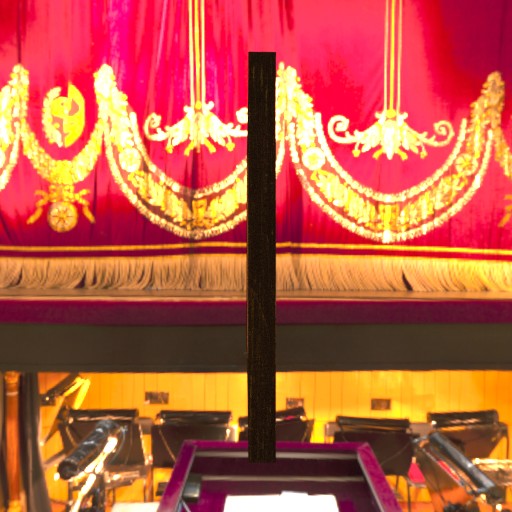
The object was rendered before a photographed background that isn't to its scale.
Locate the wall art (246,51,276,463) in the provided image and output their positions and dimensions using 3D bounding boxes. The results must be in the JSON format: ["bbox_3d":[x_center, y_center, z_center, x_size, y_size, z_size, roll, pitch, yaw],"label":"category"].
[{"bbox_3d":[0.000,0.000,0.772,0.032,0.457,0.558,0,0,-1],"label":"wall art"}]
